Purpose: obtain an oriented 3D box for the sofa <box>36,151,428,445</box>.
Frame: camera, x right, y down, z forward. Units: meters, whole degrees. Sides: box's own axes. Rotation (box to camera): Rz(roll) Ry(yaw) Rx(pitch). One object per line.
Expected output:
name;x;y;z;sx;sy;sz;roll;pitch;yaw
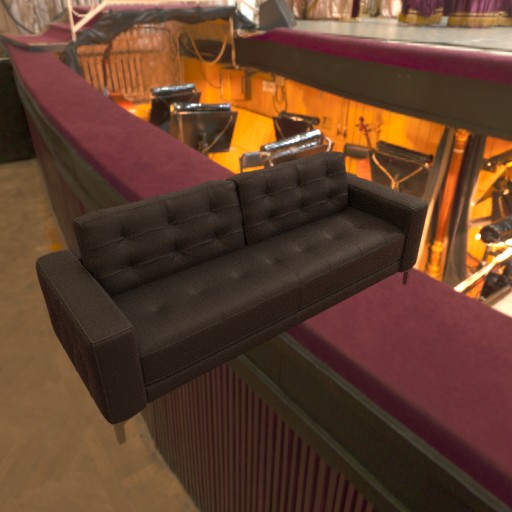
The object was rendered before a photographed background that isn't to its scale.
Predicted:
sofa;0.000;0.000;2.672;2.275;0.893;0.833;-21;37;-32
